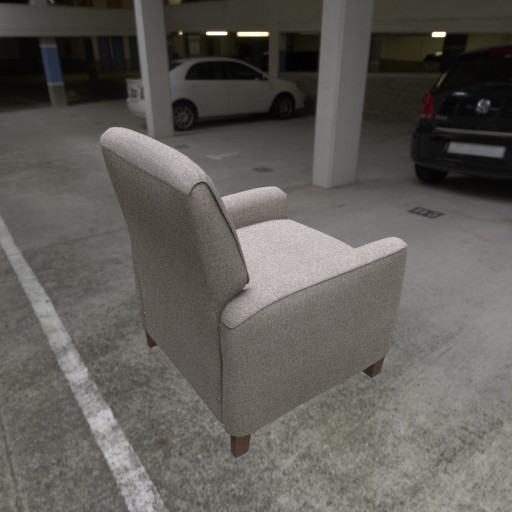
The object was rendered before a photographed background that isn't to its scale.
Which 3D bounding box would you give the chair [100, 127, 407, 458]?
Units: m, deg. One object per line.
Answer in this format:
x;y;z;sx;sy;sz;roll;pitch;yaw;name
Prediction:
0.000;0.000;1.704;0.864;1.014;0.848;-18;32;-31;chair
